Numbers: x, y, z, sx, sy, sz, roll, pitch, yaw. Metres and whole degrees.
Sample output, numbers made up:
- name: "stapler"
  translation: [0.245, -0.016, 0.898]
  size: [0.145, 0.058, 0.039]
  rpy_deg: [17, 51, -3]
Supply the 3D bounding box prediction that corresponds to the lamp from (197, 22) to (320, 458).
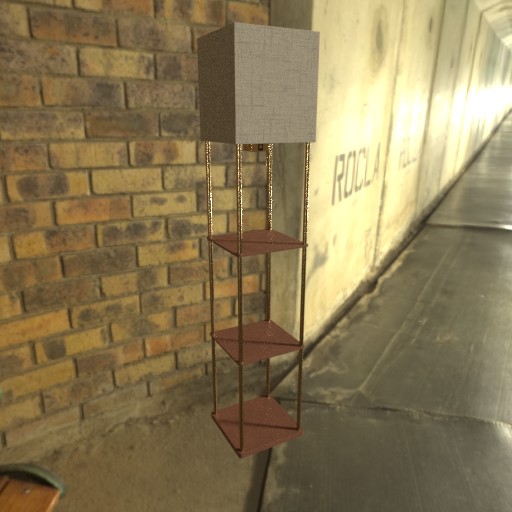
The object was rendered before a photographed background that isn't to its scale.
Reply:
- name: "lamp"
  translation: [0.000, 0.000, 1.735]
  size: [0.310, 1.569, 0.308]
  rpy_deg: [-9, 19, -27]
